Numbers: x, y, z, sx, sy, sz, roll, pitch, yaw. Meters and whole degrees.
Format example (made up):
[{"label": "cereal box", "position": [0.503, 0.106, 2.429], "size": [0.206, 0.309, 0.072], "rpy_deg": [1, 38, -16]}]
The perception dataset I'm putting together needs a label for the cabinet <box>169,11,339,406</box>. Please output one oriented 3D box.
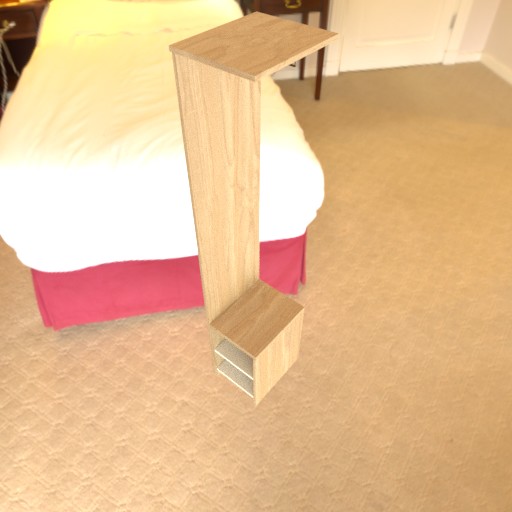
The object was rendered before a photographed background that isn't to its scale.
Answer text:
[{"label": "cabinet", "position": [0.000, 0.000, 2.021], "size": [0.338, 1.879, 0.411], "rpy_deg": [31, 53, 27]}]
